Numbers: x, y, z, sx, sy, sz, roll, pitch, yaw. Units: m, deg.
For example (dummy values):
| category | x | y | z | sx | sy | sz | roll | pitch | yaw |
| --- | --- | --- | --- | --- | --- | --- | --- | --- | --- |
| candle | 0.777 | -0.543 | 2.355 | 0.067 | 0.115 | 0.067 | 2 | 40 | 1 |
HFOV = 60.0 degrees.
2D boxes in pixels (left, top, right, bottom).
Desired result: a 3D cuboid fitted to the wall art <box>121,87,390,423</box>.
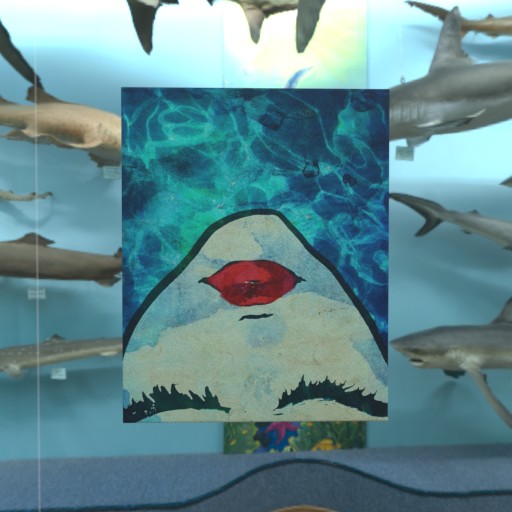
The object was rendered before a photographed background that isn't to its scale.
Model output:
| category | x | y | z | sx | sy | sz | roll | pitch | yaw |
| --- | --- | --- | --- | --- | --- | --- | --- | --- | --- |
| wall art | 0.000 | 0.000 | 0.861 | 0.508 | 0.635 | 0.038 | 0 | 1 | -1 |
